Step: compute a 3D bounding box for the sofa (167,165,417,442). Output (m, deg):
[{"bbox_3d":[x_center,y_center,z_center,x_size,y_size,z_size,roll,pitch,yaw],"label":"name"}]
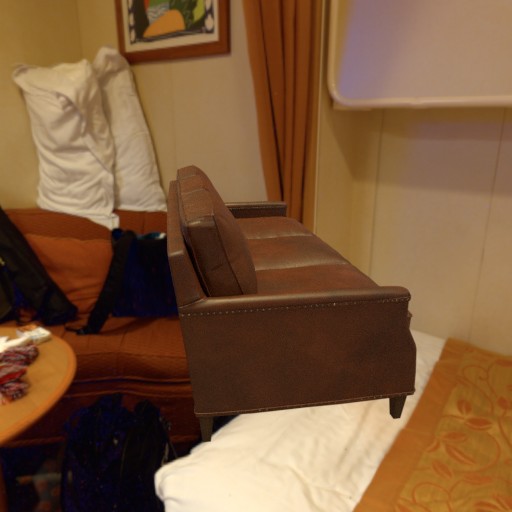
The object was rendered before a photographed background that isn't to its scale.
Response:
[{"bbox_3d":[0.000,0.000,2.852,1.084,1.003,2.240,-3,17,-10],"label":"sofa"}]
